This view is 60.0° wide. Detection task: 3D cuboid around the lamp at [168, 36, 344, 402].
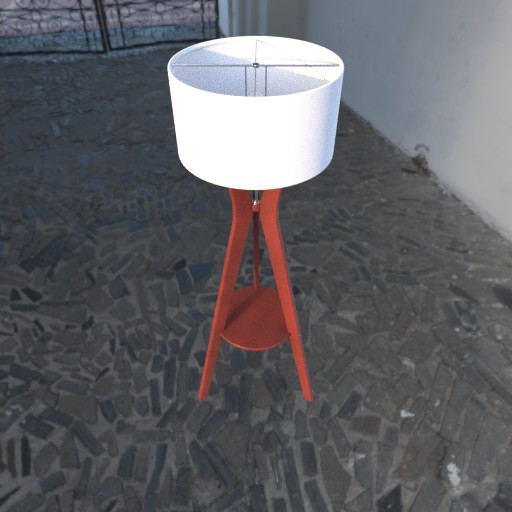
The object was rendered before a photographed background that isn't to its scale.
[{"bbox_3d":[0.000,0.000,1.716,0.539,1.472,0.542,0,42,0],"label":"lamp"}]
